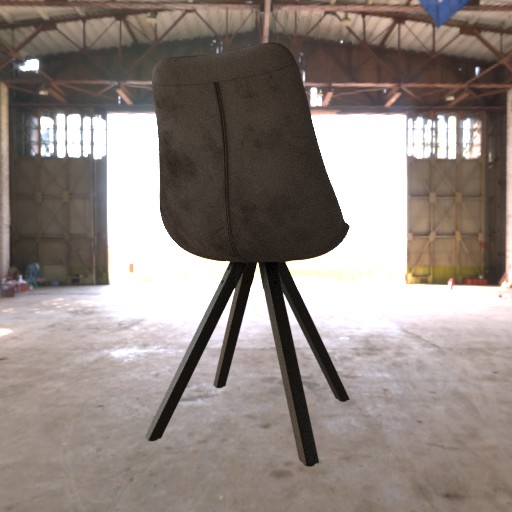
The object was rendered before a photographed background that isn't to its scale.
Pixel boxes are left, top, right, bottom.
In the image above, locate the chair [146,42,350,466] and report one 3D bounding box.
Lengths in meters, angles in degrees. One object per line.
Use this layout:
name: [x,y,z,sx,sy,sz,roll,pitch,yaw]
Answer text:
chair: [0.000,0.000,1.158,0.476,0.850,0.550,0,1,19]
